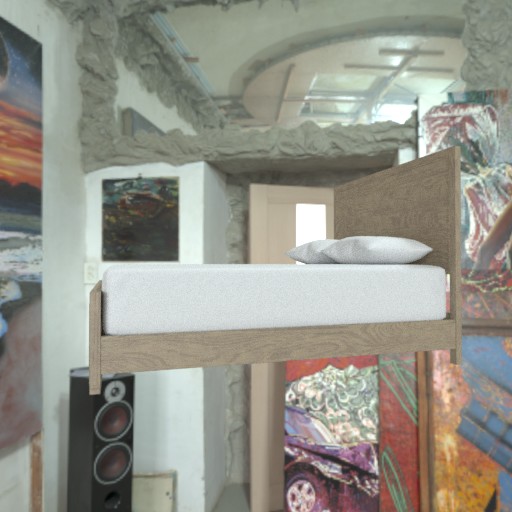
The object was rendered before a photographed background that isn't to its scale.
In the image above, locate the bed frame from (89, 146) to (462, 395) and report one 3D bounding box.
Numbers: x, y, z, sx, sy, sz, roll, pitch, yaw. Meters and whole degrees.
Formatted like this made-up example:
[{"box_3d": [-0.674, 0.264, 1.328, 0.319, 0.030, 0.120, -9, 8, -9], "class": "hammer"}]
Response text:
[{"box_3d": [0.000, 0.000, 3.212, 2.189, 1.369, 1.606, 0, -1, -18], "class": "bed frame"}]
